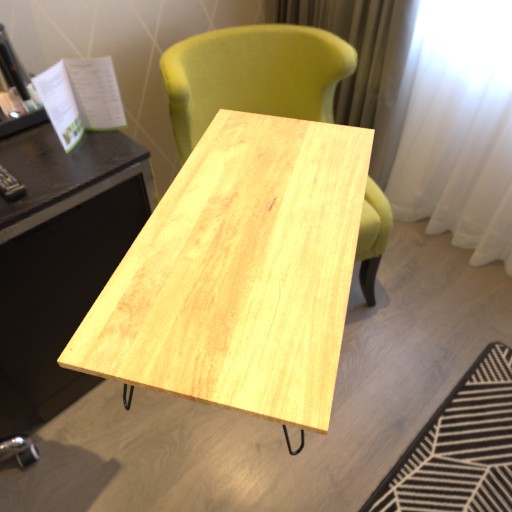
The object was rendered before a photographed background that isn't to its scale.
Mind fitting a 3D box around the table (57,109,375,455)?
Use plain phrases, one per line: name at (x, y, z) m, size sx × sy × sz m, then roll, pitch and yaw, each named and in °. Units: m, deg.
table at (0.000, 0.000, 1.667) m, size 0.699 × 0.400 × 1.348 m, roll 11°, pitch 47°, yaw 10°
